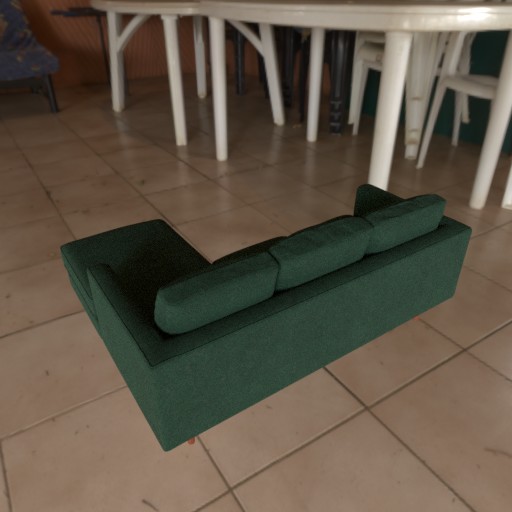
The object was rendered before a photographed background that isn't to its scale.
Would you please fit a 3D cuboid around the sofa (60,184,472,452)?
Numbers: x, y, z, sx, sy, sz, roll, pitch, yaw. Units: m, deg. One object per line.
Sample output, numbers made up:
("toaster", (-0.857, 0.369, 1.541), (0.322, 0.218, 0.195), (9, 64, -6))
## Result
("sofa", (0.000, 0.000, 2.803), (2.030, 0.899, 1.580), (-19, 36, -29))
